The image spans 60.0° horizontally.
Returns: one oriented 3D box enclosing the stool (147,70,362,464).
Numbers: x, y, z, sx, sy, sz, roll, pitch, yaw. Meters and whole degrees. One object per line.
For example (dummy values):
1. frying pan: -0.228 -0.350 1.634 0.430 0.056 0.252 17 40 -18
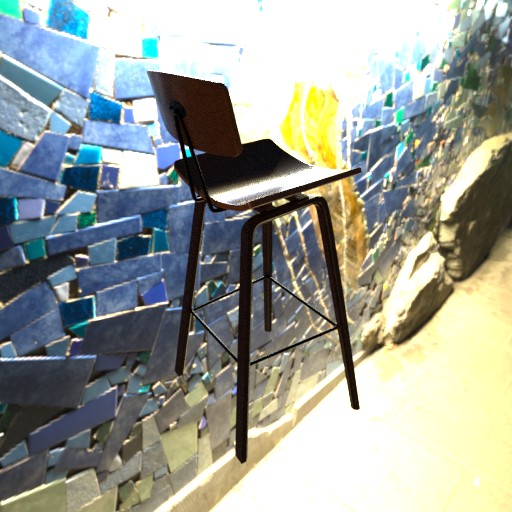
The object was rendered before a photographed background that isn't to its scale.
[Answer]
1. stool: 0.000 0.000 1.241 0.440 0.969 0.509 -16 31 -29
